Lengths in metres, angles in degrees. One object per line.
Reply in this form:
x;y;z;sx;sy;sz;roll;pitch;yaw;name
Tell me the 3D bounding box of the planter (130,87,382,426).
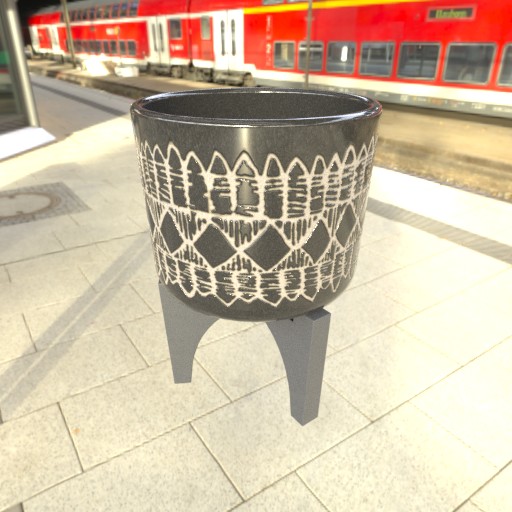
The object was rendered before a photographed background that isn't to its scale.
0.000;0.000;0.530;0.251;0.355;0.251;-18;32;-32;planter
